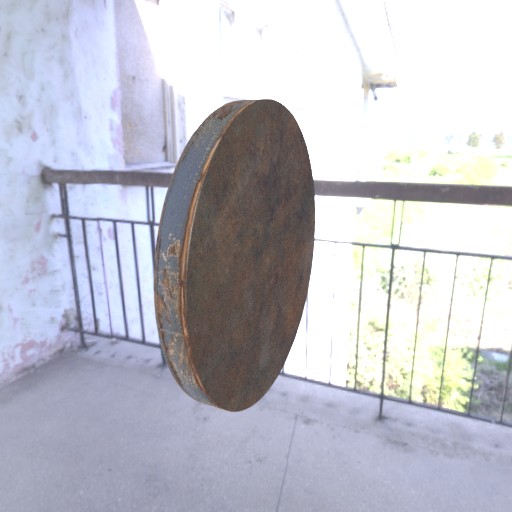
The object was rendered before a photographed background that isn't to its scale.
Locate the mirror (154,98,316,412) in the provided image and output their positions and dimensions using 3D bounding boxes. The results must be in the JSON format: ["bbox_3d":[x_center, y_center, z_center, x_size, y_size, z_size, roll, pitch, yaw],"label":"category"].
[{"bbox_3d":[0.000,0.000,0.877,0.061,0.585,0.585,7,17,24],"label":"mirror"}]
